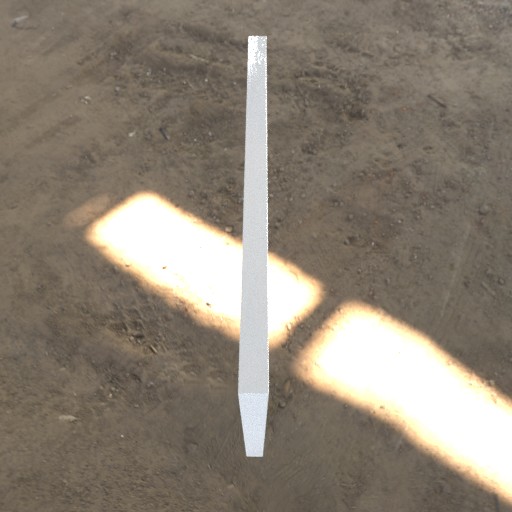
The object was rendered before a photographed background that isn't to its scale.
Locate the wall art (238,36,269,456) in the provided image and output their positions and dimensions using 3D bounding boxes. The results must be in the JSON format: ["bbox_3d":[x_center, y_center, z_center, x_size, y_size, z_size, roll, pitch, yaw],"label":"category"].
[{"bbox_3d":[0.000,0.000,1.373,0.053,0.787,1.041,0,58,0],"label":"wall art"}]
